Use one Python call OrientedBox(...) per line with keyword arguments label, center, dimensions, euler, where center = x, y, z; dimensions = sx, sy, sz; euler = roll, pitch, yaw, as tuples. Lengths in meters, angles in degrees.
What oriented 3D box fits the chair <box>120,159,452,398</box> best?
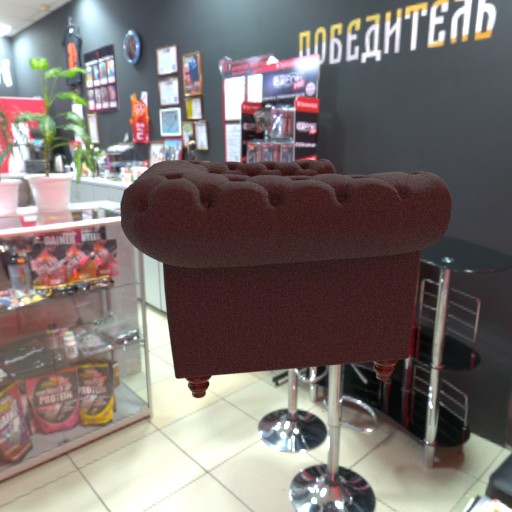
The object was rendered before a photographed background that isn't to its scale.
OrientedBox(label="chair", center=(0.000, 0.000, 1.882), dimensions=(0.976, 0.770, 1.270), euler=(-2, 15, -10))
